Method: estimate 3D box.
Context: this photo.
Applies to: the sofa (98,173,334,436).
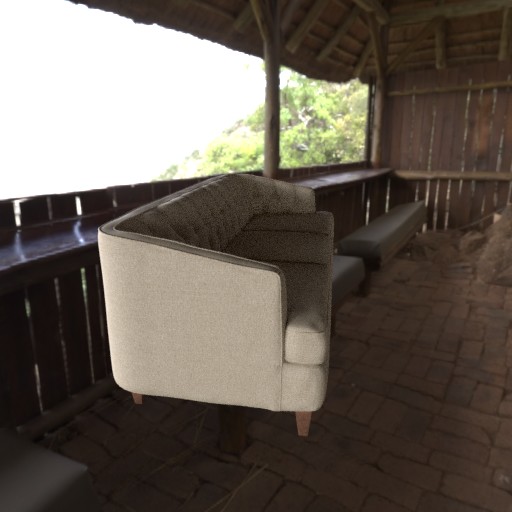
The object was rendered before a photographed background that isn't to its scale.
[{"bbox_3d":[0.000,0.000,2.660,0.913,0.788,2.235,3,17,10],"label":"sofa"}]
